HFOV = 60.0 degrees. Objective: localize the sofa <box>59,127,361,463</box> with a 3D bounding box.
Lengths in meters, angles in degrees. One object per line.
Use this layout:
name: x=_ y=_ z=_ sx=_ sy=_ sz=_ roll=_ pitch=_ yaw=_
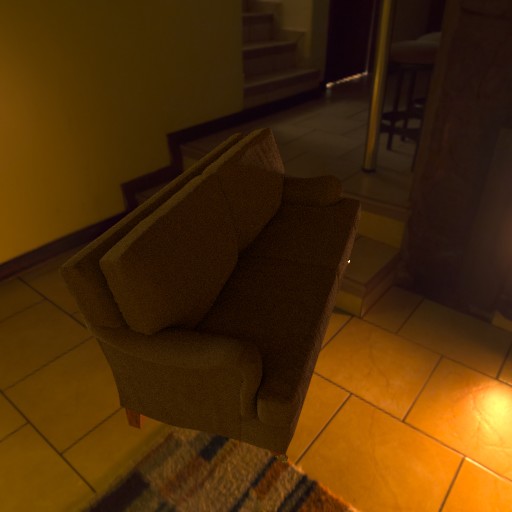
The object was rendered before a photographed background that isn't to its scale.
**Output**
sofa: x=0.000 y=0.000 z=2.807 sx=1.086 sy=1.087 sz=2.165 roll=10 pitch=33 yaw=16
